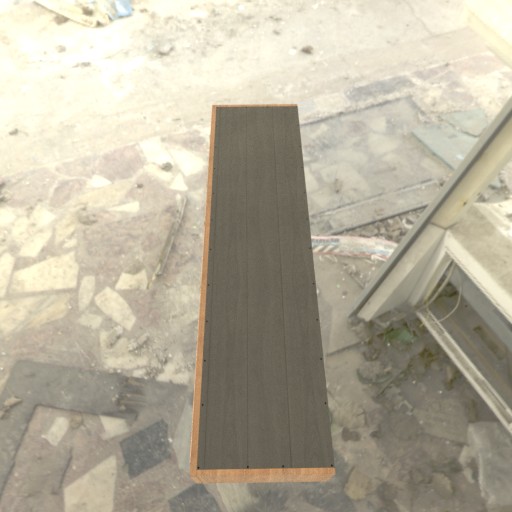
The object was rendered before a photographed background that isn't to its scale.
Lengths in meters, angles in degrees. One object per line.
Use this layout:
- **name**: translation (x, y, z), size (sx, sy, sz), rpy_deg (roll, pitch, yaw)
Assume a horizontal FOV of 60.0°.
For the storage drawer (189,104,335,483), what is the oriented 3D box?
- **storage drawer**: translation (0.000, 0.000, 2.240), size (0.538, 0.264, 2.032), rpy_deg (-1, 57, 0)
